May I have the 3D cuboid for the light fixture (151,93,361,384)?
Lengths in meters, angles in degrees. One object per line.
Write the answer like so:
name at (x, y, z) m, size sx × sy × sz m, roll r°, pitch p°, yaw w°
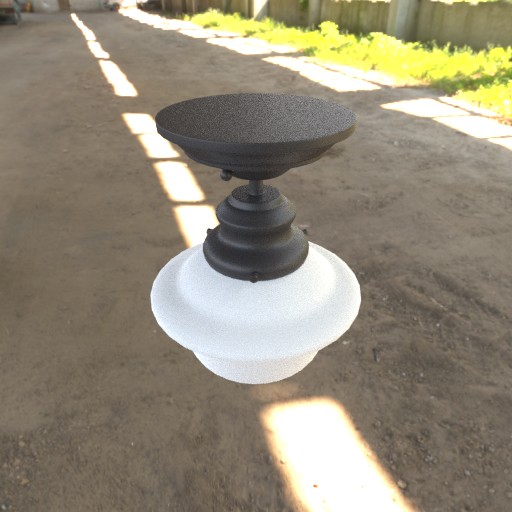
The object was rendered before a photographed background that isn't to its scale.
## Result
light fixture at (0.000, 0.000, 0.403) m, size 0.197 × 0.254 × 0.197 m, roll 0°, pitch 31°, yaw 0°
